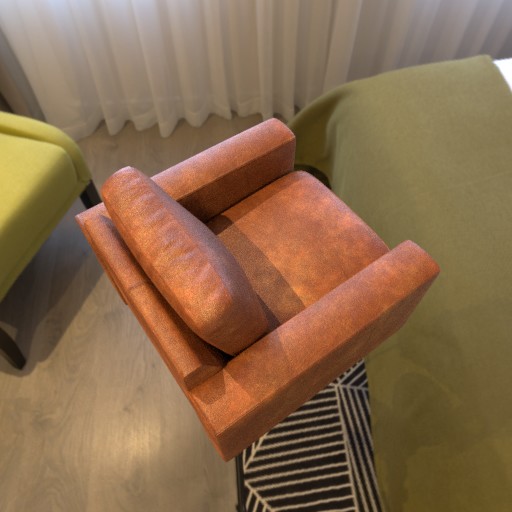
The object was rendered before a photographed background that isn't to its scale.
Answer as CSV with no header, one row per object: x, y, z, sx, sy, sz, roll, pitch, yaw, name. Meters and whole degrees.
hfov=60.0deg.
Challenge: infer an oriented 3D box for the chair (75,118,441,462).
0.000,0.000,1.753,1.016,0.873,1.005,-32,63,-18,chair
